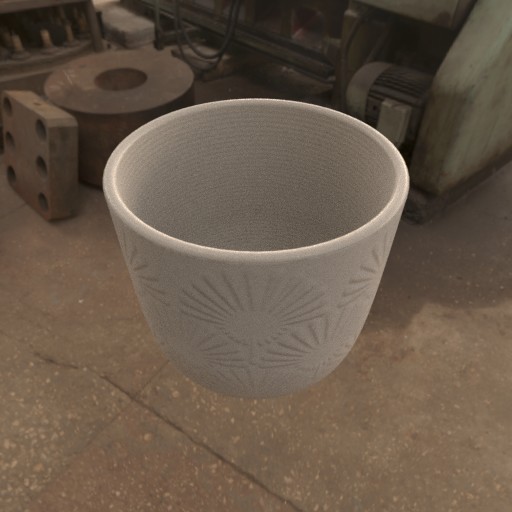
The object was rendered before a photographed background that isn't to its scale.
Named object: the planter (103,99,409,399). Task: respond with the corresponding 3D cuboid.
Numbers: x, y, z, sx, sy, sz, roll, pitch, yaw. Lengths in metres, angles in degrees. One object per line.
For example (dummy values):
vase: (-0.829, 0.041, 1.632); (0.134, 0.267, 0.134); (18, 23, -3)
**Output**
planter: (0.000, 0.000, 0.220); (0.124, 0.109, 0.124); (0, 42, 0)
